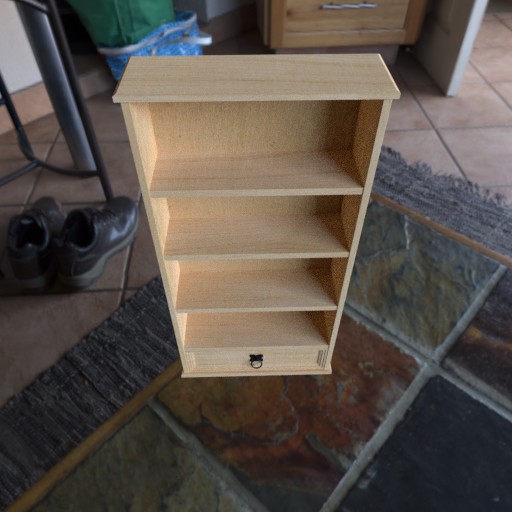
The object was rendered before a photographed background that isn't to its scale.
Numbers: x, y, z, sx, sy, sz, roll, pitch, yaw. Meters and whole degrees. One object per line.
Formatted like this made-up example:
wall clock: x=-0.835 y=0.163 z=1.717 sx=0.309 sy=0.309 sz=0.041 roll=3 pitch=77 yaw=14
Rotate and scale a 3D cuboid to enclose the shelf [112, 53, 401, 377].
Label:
shelf: x=0.000 y=0.000 z=1.229 sx=0.520 sy=1.030 sz=0.175 roll=-1 pitch=47 yaw=-1
